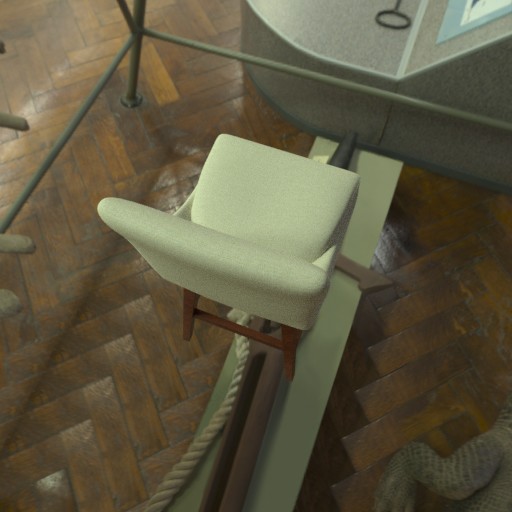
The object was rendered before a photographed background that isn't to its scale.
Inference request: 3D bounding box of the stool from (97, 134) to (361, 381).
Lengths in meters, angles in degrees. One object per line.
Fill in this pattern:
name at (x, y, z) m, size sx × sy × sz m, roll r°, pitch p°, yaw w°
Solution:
stool at (0.000, 0.000, 1.363) m, size 0.470 × 1.097 × 0.559 m, roll 19°, pitch 66°, yaw 9°
